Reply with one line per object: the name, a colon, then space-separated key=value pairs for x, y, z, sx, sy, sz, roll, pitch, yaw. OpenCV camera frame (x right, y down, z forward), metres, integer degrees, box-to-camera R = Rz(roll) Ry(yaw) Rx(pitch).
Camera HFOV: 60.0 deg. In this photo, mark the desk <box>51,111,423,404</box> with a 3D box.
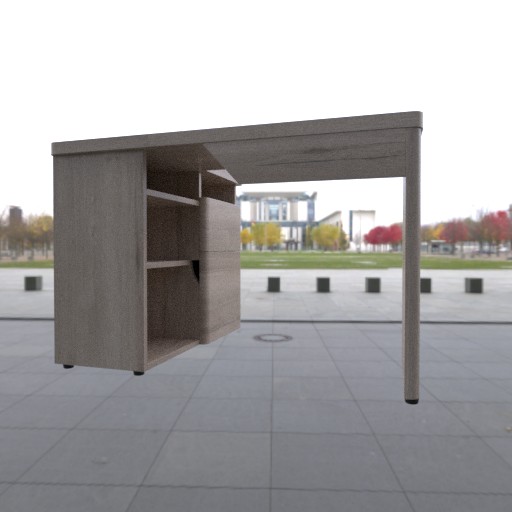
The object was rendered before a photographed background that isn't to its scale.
desk: x=0.000 y=0.000 z=1.728 sx=1.169 sy=0.760 sz=0.900 roll=0 pitch=1 yaw=17
